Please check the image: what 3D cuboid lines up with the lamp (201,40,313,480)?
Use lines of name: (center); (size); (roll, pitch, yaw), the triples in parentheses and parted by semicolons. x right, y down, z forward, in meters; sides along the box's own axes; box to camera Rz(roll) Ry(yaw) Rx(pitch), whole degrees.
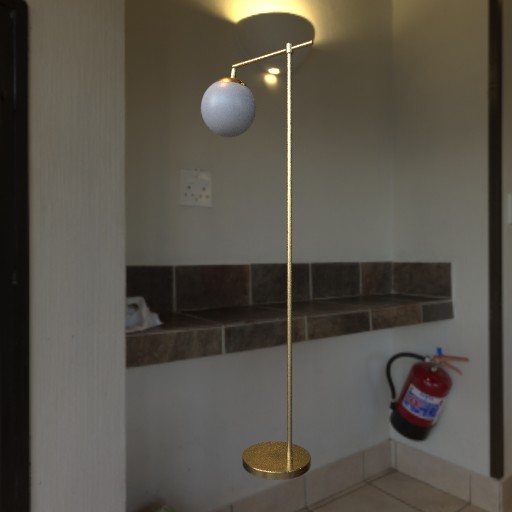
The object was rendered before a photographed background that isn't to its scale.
lamp: (0.000, 0.000, 1.664); (0.476, 1.505, 0.249); (0, 0, 35)
